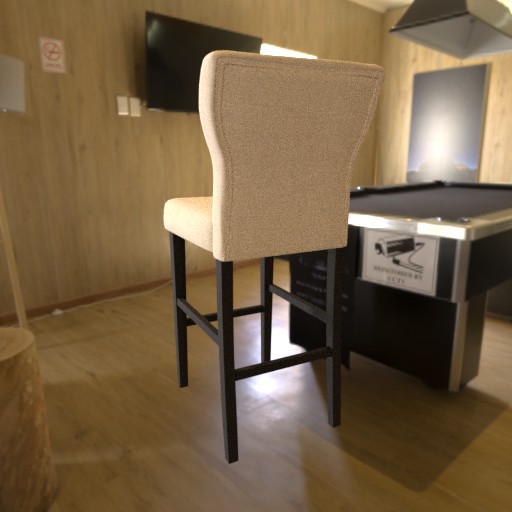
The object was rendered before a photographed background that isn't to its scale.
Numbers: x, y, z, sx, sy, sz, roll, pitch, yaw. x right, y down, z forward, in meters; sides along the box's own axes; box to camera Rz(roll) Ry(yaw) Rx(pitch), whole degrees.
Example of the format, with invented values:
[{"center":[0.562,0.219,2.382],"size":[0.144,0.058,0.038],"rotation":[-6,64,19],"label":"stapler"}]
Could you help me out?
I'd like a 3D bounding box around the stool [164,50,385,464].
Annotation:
[{"center":[0.000,0.000,1.454],"size":[0.516,1.124,0.603],"rotation":[-7,15,-27],"label":"stool"}]
